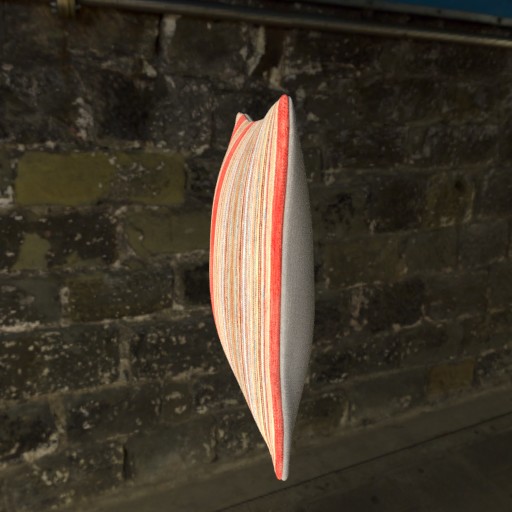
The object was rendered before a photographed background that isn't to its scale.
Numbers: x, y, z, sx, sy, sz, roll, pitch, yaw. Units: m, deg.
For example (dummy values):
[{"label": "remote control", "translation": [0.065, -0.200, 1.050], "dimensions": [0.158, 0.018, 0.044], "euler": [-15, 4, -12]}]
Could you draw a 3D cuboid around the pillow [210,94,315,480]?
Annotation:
[{"label": "pillow", "translation": [0.000, 0.000, 0.652], "dimensions": [0.136, 0.419, 0.437], "euler": [-2, 16, -8]}]
